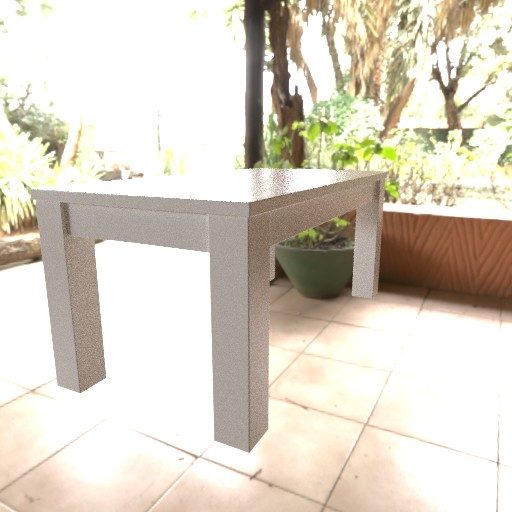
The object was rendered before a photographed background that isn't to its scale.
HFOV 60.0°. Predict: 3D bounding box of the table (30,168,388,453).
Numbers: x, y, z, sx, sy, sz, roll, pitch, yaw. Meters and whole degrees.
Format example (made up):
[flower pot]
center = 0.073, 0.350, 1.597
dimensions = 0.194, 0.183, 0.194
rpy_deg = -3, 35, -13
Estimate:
[table]
center = 0.000, 0.000, 2.263
dimensions = 0.900, 0.790, 1.800
rpy_deg = 7, 15, 27
